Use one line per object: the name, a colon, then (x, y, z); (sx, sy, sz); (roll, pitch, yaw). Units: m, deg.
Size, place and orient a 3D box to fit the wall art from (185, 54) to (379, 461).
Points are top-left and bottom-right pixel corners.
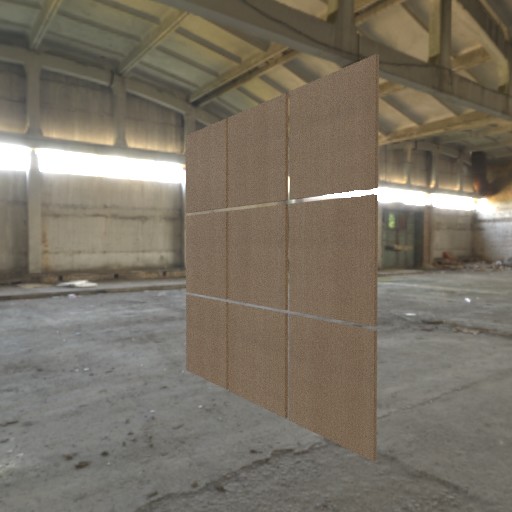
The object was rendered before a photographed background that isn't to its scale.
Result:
wall art: (0.000, 0.000, 1.818); (0.013, 1.218, 1.219); (-1, 2, -36)
